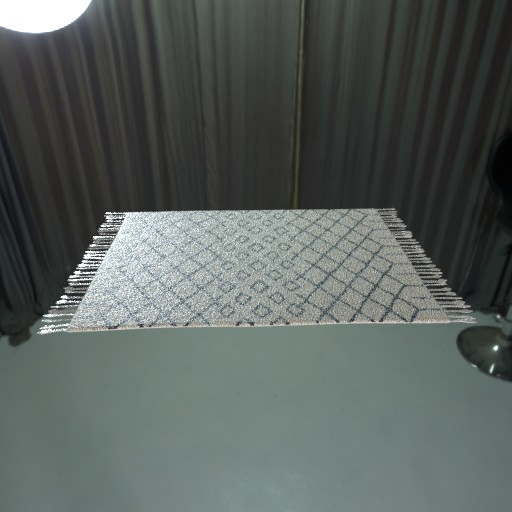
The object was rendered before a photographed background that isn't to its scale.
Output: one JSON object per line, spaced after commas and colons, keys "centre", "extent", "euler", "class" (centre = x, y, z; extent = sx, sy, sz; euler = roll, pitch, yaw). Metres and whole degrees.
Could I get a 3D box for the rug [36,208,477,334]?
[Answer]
{"centre": [0.000, 0.000, 3.270], "extent": [2.615, 0.029, 1.664], "euler": [-1, 30, -2], "class": "rug"}
